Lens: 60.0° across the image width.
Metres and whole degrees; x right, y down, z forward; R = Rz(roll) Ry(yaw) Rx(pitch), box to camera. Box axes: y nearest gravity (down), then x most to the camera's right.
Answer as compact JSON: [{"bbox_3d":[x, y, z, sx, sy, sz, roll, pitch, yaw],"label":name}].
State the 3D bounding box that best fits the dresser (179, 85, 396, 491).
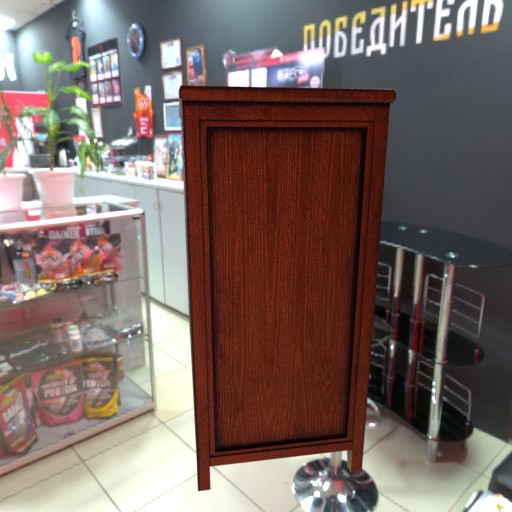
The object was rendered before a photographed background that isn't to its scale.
[{"bbox_3d":[0.000,0.000,1.886,0.591,1.224,1.250,-2,15,-9],"label":"dresser"}]
